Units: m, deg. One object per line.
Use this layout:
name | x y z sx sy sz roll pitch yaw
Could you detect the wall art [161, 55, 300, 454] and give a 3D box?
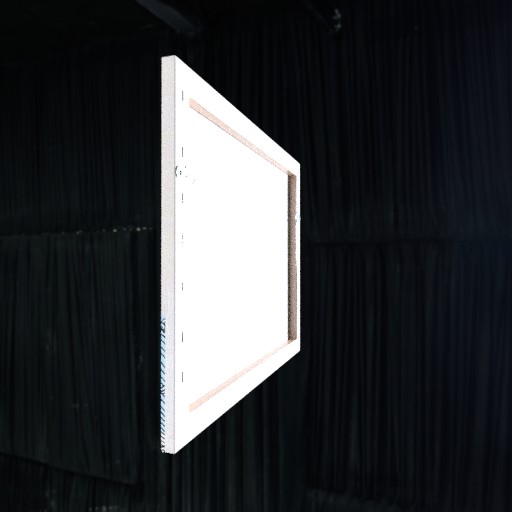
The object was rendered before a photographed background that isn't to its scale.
wall art | 0.000 0.000 1.593 0.042 0.912 1.219 0 -1 19
